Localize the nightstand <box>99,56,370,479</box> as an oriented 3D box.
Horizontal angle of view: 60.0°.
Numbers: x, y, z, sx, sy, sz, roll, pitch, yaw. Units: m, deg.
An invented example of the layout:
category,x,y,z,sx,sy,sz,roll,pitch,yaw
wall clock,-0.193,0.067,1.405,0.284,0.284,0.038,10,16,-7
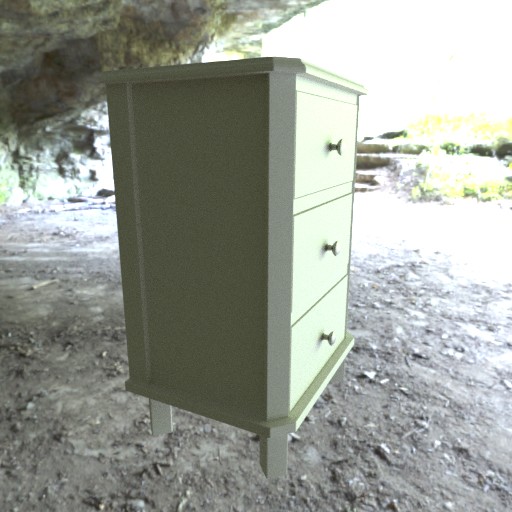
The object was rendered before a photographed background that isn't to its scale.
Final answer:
category,x,y,z,sx,sy,sz,roll,pitch,yaw
nightstand,0.000,0.000,0.913,0.351,0.681,0.435,8,17,26
